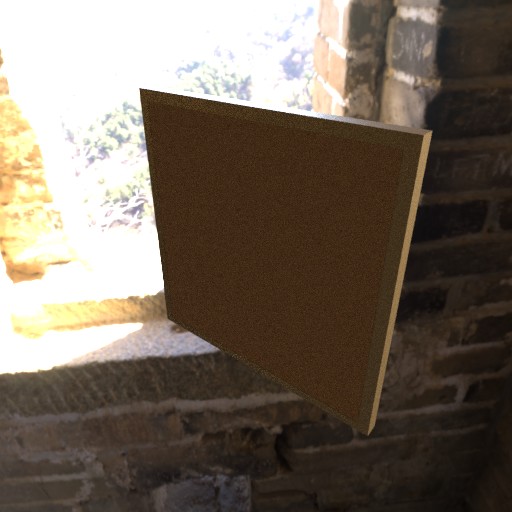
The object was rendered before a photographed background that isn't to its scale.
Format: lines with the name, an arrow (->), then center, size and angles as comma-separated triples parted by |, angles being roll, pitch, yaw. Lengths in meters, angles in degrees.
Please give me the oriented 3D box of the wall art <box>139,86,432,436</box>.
wall art -> 0.000, 0.000, 2.929 | 1.926, 1.926, 0.099 | 22, 36, 33
